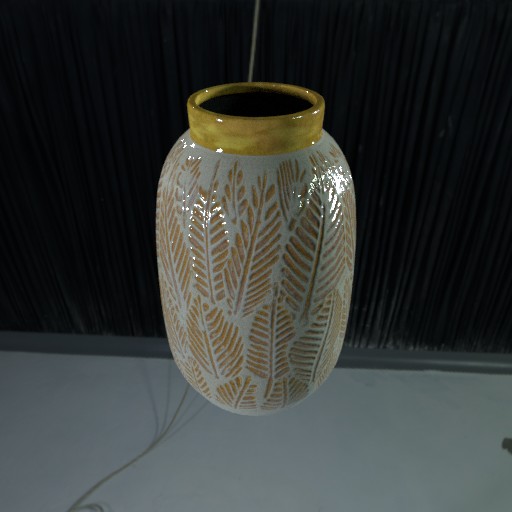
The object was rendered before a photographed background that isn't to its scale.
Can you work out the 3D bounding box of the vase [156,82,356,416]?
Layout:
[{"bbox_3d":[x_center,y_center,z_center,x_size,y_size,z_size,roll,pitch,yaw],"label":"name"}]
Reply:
[{"bbox_3d":[0.000,0.000,0.389,0.172,0.270,0.172,0,35,0],"label":"vase"}]
